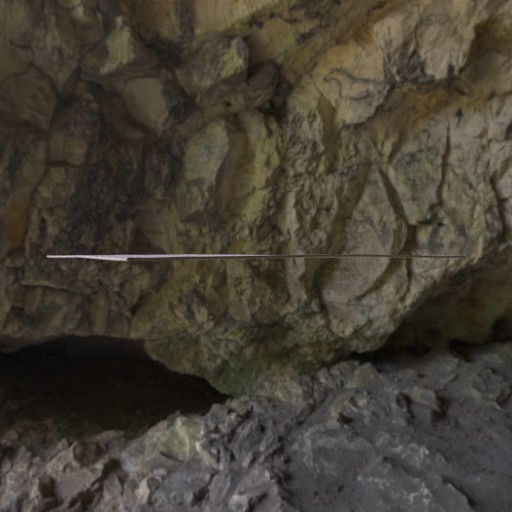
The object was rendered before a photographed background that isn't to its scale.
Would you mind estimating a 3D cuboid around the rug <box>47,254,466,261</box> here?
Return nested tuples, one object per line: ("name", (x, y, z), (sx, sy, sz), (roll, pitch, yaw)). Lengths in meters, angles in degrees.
("rug", (0.000, 0.000, 2.936), (2.283, 0.030, 1.596), (0, 0, -34))
